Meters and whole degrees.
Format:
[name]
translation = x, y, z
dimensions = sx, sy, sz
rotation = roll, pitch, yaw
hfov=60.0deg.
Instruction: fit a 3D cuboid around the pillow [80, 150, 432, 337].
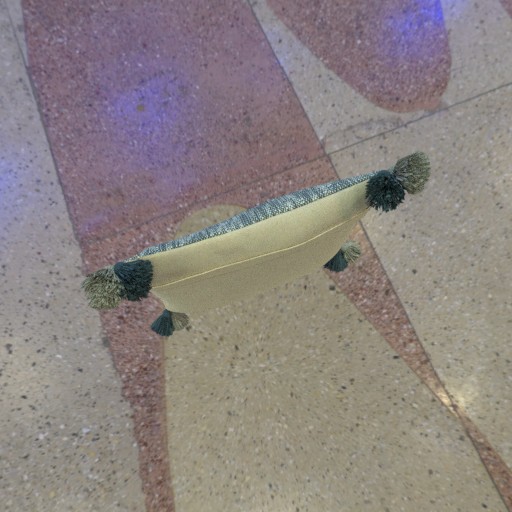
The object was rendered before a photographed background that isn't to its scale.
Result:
[pillow]
translation = 0.000, 0.000, 0.944
dimensions = 0.614, 0.634, 0.138
rotation = -20, 77, -5
